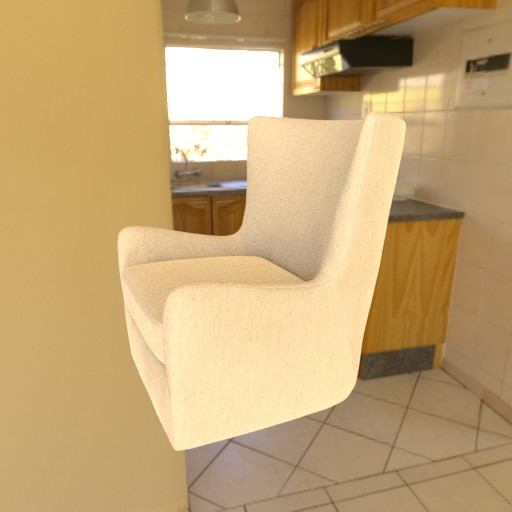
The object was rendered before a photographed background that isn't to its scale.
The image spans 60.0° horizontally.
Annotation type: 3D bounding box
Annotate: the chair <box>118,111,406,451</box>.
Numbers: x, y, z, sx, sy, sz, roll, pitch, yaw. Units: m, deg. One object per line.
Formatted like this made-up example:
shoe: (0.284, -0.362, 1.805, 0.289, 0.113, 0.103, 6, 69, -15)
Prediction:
chair: (0.000, 0.000, 1.629, 0.904, 1.000, 0.779, -8, 18, -25)
